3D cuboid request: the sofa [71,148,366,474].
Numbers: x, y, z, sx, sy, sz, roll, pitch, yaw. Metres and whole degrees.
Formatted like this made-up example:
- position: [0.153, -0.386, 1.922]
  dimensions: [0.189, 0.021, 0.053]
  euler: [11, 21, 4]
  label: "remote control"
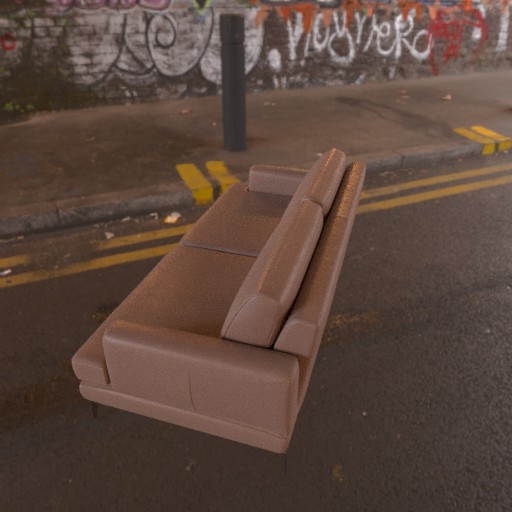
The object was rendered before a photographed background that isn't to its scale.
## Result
- position: [0.000, 0.000, 2.419]
  dimensions: [0.974, 0.765, 1.940]
  euler: [9, 33, 15]
  label: "sofa"
